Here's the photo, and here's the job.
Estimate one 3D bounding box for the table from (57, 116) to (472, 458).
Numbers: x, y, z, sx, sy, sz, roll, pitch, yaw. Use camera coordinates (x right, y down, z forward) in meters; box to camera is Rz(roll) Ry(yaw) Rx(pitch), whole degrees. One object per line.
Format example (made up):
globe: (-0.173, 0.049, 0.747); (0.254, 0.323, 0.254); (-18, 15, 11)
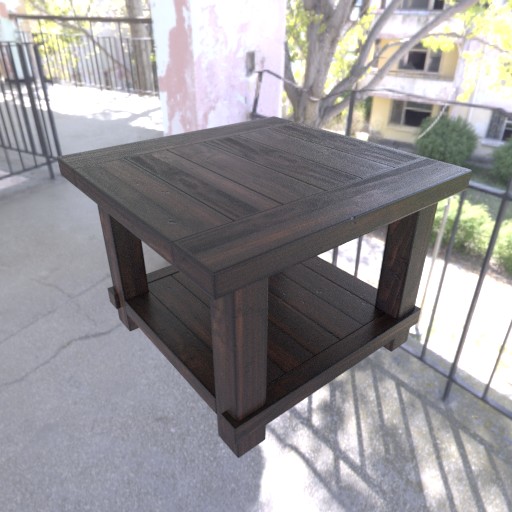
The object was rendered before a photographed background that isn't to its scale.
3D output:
table: (0.000, 0.000, 1.009); (0.606, 0.437, 0.593); (-22, 36, -33)
